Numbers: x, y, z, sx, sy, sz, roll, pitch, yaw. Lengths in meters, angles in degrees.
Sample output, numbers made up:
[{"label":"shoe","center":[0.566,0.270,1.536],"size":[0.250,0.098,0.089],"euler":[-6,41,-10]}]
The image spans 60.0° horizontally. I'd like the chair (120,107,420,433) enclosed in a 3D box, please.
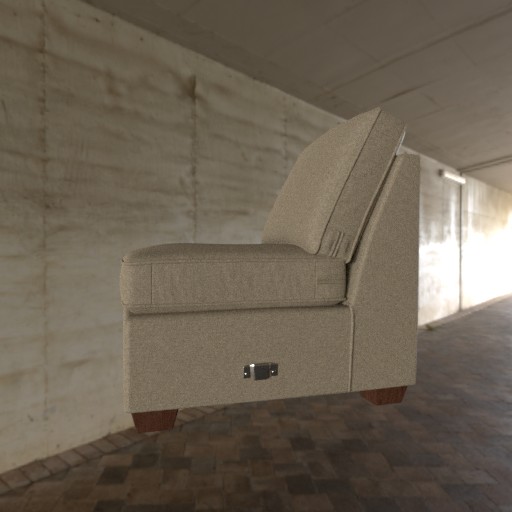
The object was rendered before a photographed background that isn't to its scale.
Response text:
[{"label":"chair","center":[0.000,0.000,1.734],"size":[1.020,1.058,0.674],"euler":[0,1,-17]}]
